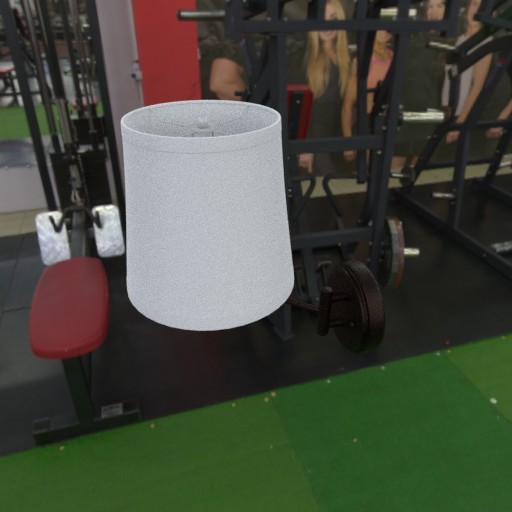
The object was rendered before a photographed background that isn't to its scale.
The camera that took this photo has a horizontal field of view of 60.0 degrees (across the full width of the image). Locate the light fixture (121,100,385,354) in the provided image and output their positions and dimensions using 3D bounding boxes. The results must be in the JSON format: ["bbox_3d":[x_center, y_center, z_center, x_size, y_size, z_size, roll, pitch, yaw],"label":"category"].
[{"bbox_3d":[0.000,0.000,0.272,0.157,0.172,0.100,-8,31,-13],"label":"light fixture"}]
